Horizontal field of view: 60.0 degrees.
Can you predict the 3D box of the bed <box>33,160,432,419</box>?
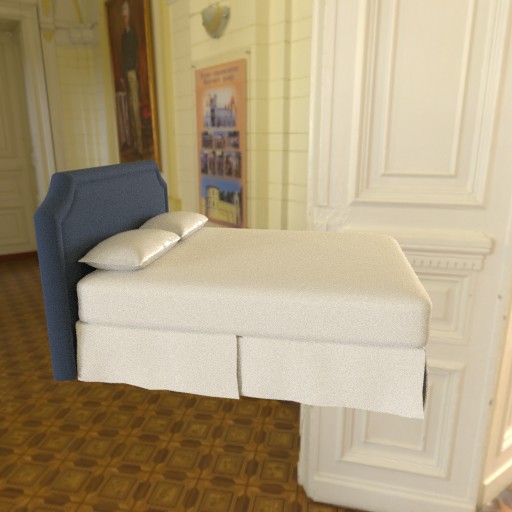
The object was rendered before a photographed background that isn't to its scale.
[{"bbox_3d":[0.000,0.000,3.265,2.260,1.297,1.831,3,16,9],"label":"bed"}]
